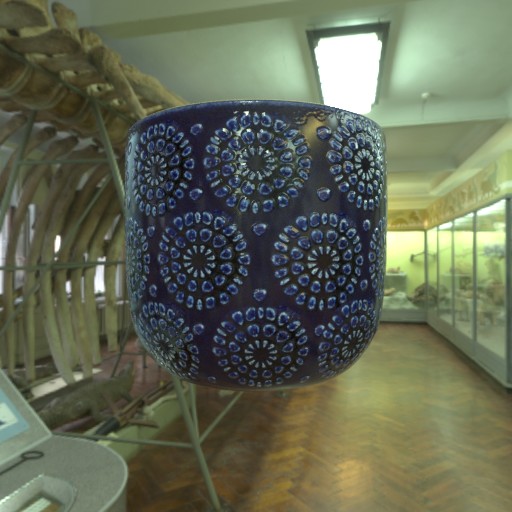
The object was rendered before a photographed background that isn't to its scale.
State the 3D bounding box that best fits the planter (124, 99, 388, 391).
[{"bbox_3d":[0.000,0.000,0.290,0.165,0.149,0.165,0,-1,0],"label":"planter"}]
